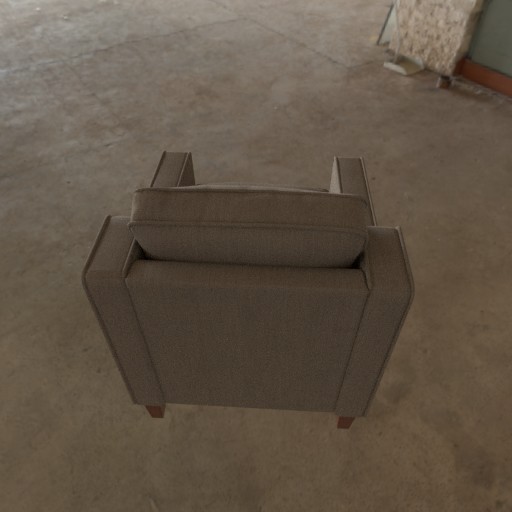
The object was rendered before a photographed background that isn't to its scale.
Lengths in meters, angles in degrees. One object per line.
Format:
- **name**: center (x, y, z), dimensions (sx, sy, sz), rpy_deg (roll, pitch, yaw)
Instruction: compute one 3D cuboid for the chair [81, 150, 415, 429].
- **chair**: center (0.000, 0.000, 1.643), dimensions (0.831, 0.960, 0.909), rpy_deg (2, 45, 2)
